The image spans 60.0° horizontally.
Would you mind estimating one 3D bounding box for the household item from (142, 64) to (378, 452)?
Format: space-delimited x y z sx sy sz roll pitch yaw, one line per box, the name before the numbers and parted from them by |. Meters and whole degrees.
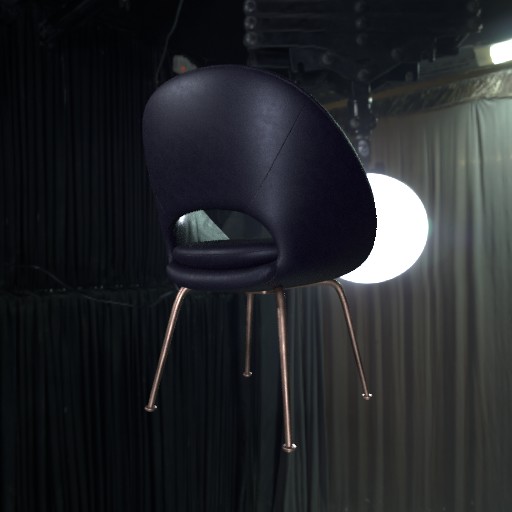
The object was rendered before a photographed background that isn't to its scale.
household item | 0.000 0.000 1.237 0.623 0.852 0.573 0 -1 36
